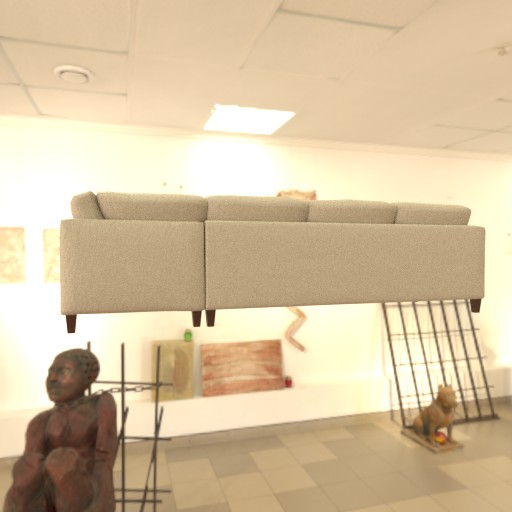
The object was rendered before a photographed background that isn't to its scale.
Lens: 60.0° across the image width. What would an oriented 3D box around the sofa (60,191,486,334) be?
[{"bbox_3d":[0.000,0.000,4.399,3.333,0.934,2.522,0,1,-17],"label":"sofa"}]
